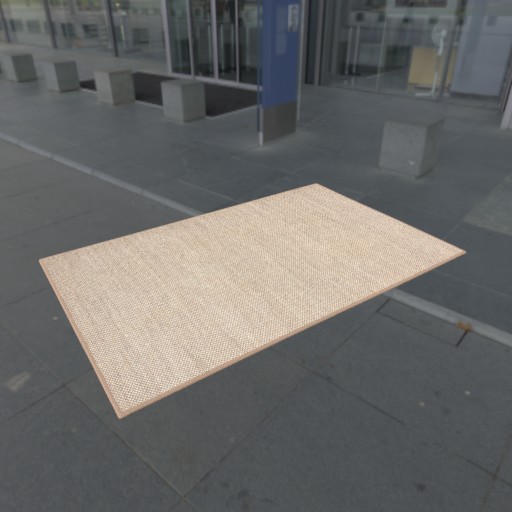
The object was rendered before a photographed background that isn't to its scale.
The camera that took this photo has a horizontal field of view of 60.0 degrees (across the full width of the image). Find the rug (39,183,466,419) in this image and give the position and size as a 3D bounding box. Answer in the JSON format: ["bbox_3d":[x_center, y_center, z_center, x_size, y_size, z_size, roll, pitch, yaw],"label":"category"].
[{"bbox_3d":[0.000,0.000,2.039,1.668,0.012,1.061,-19,36,-29],"label":"rug"}]
